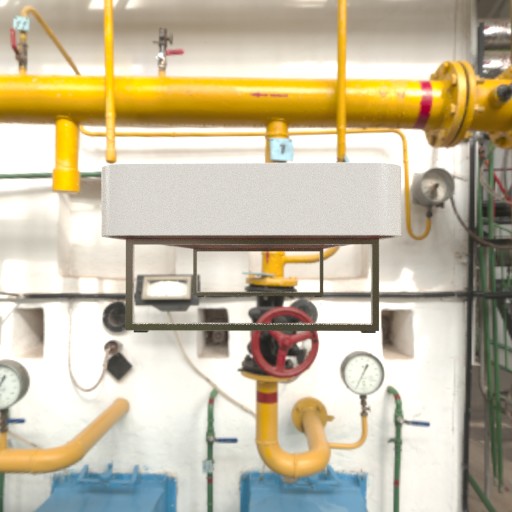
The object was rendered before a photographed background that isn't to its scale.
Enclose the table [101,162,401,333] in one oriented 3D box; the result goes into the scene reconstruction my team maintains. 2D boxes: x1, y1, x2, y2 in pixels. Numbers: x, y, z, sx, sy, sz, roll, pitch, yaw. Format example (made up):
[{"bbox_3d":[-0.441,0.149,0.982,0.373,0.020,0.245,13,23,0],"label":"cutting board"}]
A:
[{"bbox_3d":[0.000,0.000,1.426,0.600,0.340,1.200,0,0,1],"label":"table"}]
